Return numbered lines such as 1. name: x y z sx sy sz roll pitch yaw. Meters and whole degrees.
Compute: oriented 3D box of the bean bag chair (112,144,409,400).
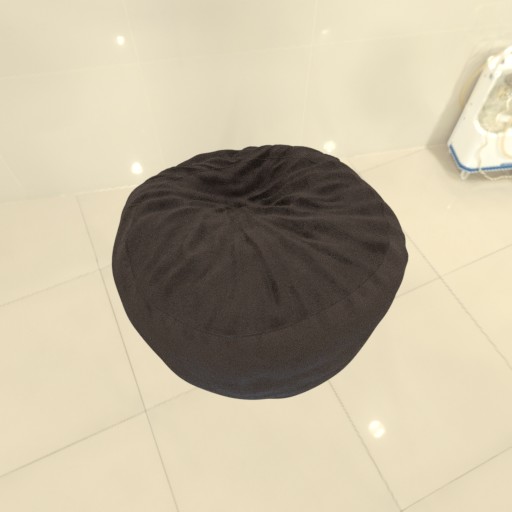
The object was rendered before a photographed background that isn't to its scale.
1. bean bag chair: 0.000 0.000 2.043 1.245 0.821 1.245 0 58 0
